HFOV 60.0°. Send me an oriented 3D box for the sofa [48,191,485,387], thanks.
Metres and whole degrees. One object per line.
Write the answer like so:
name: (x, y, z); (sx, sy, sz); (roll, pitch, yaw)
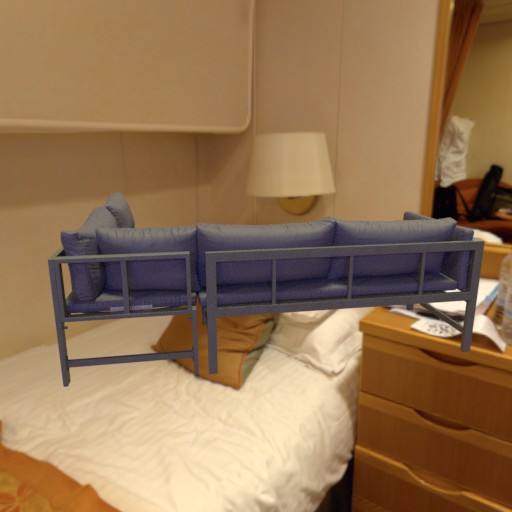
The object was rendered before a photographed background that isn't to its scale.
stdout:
sofa: (0.000, 0.000, 2.979); (2.149, 0.762, 1.658); (-3, 15, -10)
